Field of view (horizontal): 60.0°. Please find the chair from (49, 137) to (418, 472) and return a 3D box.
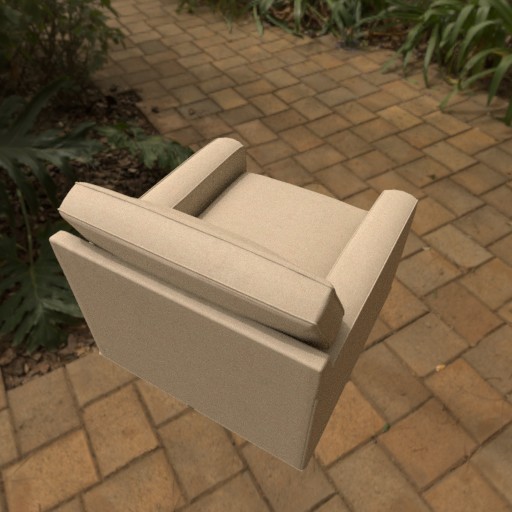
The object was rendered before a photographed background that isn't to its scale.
[{"bbox_3d":[0.000,0.000,1.800,0.998,0.913,1.043,22,49,21],"label":"chair"}]
